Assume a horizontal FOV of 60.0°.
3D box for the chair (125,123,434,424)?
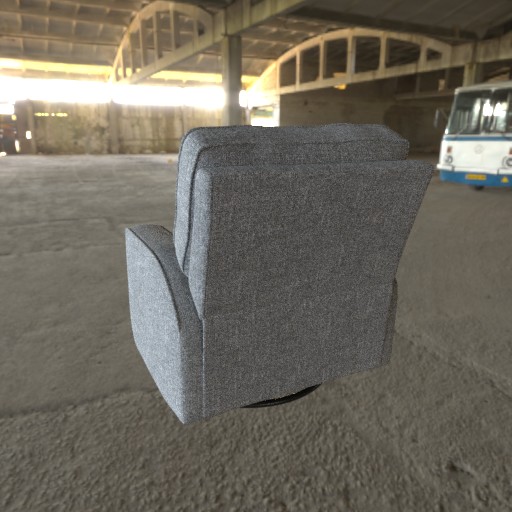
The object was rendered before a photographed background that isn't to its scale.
[{"bbox_3d":[0.000,0.000,1.688,0.861,0.962,0.964,-8,17,-26],"label":"chair"}]
